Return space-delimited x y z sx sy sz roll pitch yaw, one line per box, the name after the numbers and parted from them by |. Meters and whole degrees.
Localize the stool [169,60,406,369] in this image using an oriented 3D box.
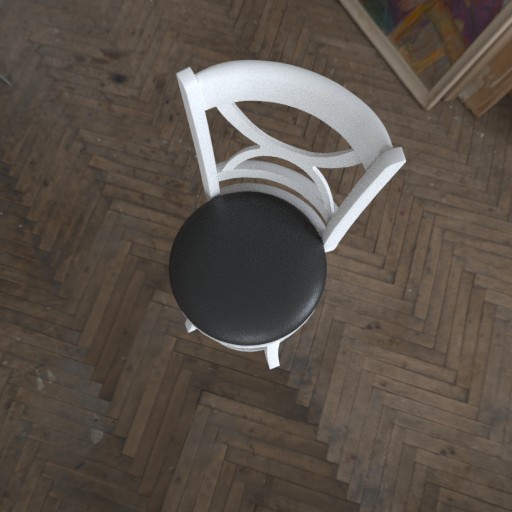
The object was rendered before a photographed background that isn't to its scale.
0.000 0.000 1.216 0.444 0.953 0.508 23 76 6 | stool
